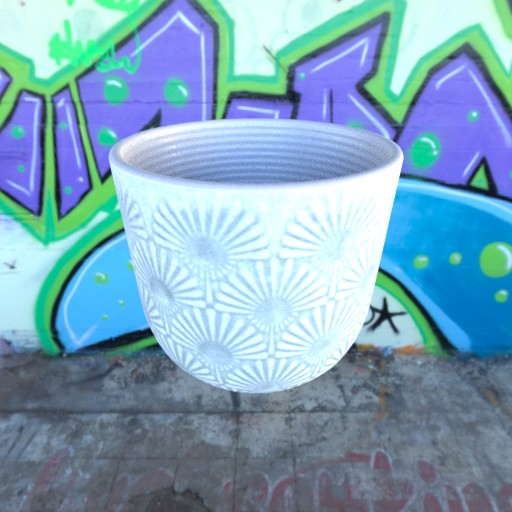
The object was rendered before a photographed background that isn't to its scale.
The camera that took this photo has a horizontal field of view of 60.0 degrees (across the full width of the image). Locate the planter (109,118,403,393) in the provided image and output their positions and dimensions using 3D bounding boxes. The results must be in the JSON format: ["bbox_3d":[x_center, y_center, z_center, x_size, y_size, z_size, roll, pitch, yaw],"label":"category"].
[{"bbox_3d":[0.000,0.000,0.299,0.170,0.152,0.170,0,27,0],"label":"planter"}]
